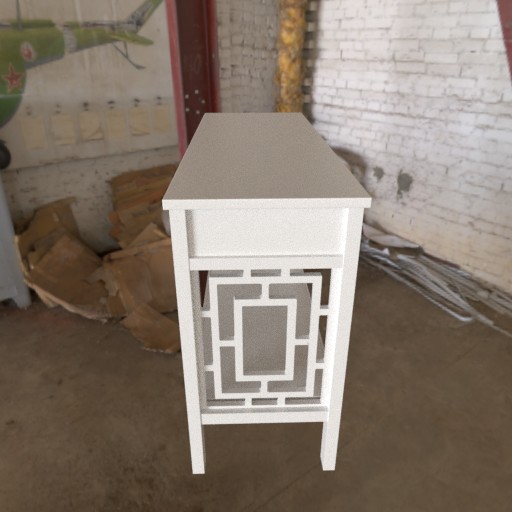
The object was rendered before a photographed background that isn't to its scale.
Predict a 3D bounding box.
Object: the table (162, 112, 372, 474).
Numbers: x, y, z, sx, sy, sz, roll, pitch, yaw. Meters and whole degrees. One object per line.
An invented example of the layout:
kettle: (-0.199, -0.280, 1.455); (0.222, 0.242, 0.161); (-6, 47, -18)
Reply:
table: (0.000, 0.000, 1.456); (0.397, 0.753, 1.068); (-1, 26, -2)
